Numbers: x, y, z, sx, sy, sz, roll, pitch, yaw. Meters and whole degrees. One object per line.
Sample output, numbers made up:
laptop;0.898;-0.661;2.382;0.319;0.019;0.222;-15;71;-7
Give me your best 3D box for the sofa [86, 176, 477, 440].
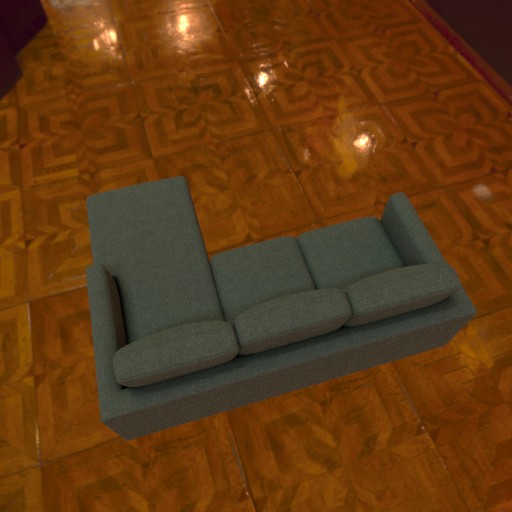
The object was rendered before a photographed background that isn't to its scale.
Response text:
sofa;0.000;0.000;2.884;2.055;0.957;1.667;-14;59;-9
